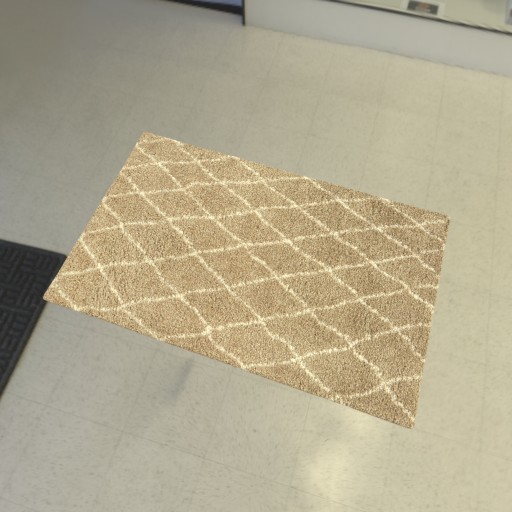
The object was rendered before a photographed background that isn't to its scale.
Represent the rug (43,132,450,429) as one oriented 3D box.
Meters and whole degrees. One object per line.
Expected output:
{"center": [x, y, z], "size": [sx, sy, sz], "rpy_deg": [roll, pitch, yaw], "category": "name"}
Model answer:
{"center": [0.000, 0.000, 3.050], "size": [2.438, 0.030, 1.524], "rpy_deg": [17, 64, 9], "category": "rug"}
